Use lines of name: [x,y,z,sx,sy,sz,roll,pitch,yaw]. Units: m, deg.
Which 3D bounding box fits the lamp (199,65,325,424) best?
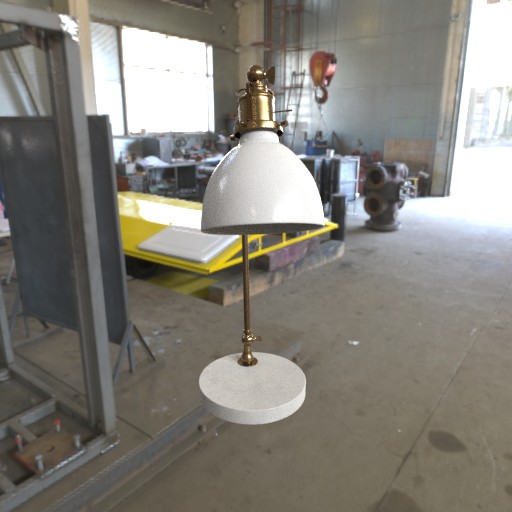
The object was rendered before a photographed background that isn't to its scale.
lamp: [0.000,0.000,0.663,0.186,0.522,0.317,-2,16,-8]
